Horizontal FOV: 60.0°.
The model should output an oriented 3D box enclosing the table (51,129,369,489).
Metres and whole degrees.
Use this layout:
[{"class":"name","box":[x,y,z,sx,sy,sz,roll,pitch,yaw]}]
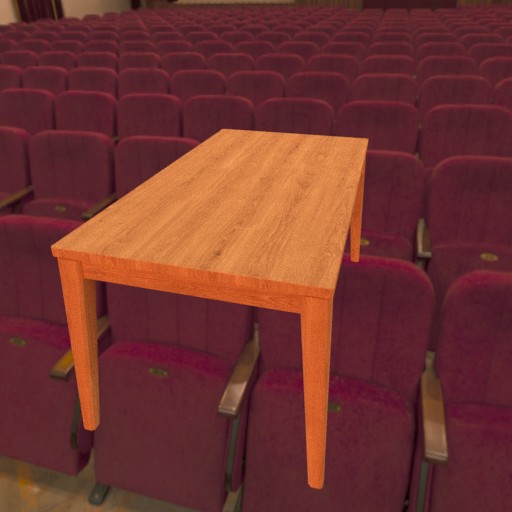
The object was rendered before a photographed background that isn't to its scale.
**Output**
[{"class":"table","box":[0.000,0.000,2.045,0.900,0.760,1.600,8,30,14]}]
